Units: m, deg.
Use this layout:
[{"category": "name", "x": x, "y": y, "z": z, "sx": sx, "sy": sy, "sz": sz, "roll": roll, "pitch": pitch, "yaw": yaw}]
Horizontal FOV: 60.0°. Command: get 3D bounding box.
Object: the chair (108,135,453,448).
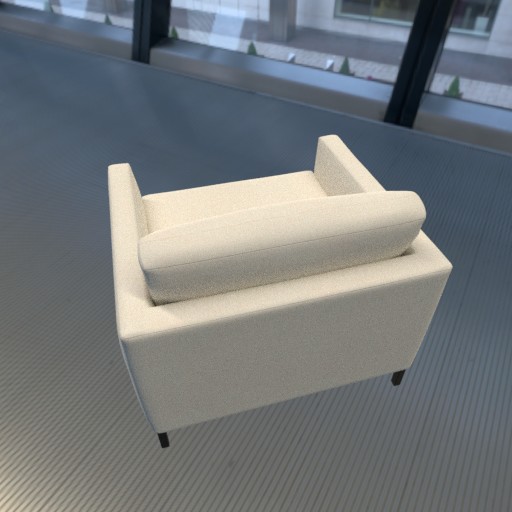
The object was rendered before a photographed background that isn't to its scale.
[{"category": "chair", "x": 0.000, "y": 0.000, "z": 1.618, "sx": 0.964, "sy": 0.806, "sz": 0.875, "roll": -11, "pitch": 43, "yaw": -12}]
